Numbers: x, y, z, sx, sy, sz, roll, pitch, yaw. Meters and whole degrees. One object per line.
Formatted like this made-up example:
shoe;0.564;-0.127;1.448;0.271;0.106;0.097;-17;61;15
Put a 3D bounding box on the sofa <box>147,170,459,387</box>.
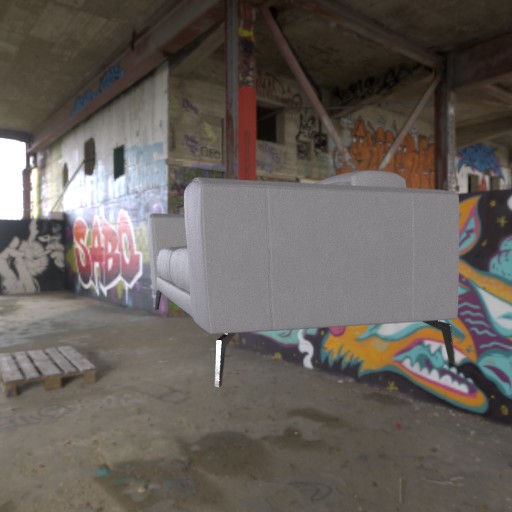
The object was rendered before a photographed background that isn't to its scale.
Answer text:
sofa;0.000;0.000;2.377;1.003;0.779;1.895;0;1;-18
